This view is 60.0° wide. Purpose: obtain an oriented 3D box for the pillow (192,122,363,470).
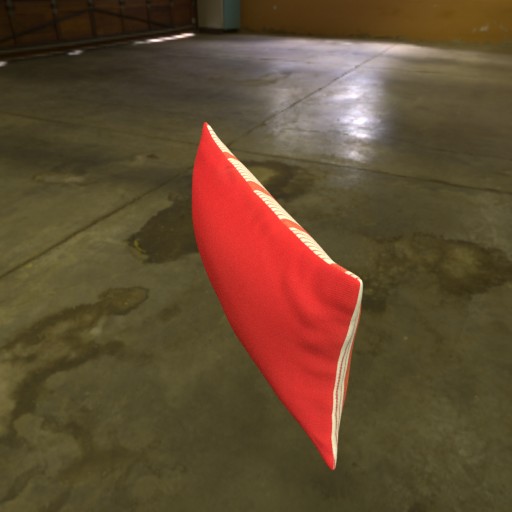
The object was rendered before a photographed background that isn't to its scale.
[{"bbox_3d":[0.000,0.000,0.734,0.151,0.297,0.608,-10,33,-16],"label":"pillow"}]
